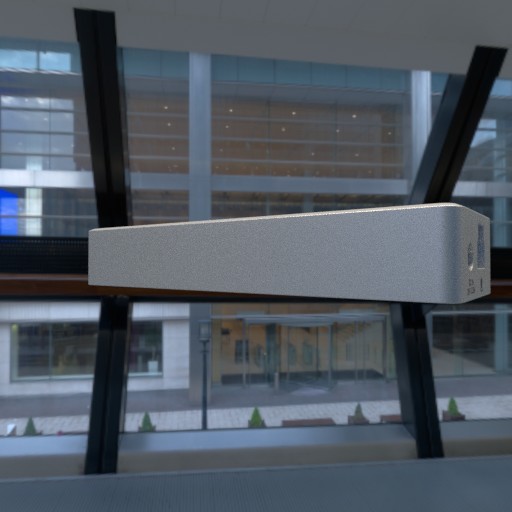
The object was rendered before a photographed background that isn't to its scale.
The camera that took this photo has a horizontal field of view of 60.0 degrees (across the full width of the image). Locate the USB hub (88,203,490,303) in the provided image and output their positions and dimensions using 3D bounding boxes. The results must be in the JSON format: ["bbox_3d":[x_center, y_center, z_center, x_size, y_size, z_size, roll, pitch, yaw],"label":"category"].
[{"bbox_3d":[0.000,0.000,0.159,0.145,0.023,0.044,-1,-1,36],"label":"USB hub"}]
